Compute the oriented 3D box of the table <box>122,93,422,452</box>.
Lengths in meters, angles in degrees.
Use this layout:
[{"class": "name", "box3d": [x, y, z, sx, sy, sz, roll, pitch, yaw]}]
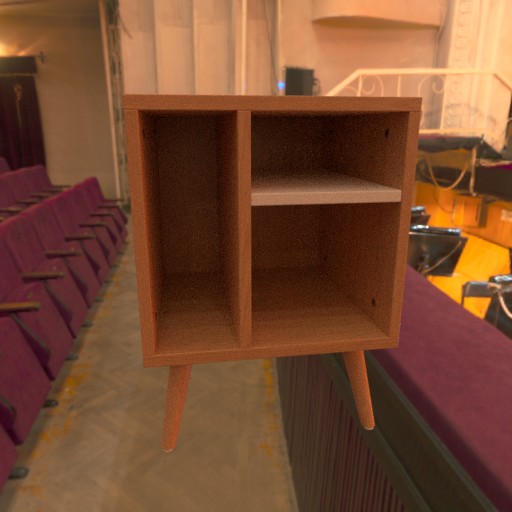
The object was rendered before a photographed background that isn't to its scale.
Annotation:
[{"class": "table", "box3d": [0.000, 0.000, 0.844, 0.400, 0.550, 0.400, -3, 16, -9]}]
